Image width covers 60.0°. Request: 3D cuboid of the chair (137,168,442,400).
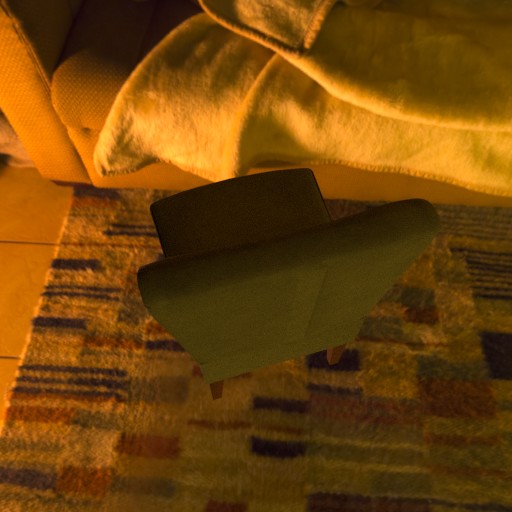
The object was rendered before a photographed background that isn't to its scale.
[{"bbox_3d":[0.000,0.000,1.183,0.521,0.806,0.554,-14,60,-8],"label":"chair"}]
